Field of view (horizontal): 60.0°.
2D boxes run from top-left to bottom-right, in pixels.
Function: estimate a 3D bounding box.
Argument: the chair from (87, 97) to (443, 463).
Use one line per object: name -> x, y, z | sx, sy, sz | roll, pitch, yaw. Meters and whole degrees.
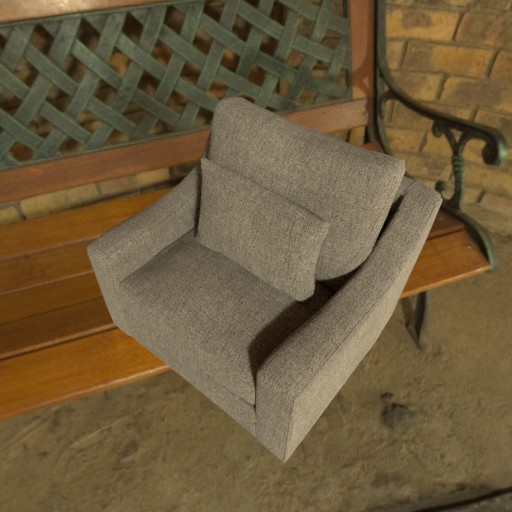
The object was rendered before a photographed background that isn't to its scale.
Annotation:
chair -> 0.000, 0.000, 1.976 | 1.138, 1.037, 1.009 | 31, 54, 26
